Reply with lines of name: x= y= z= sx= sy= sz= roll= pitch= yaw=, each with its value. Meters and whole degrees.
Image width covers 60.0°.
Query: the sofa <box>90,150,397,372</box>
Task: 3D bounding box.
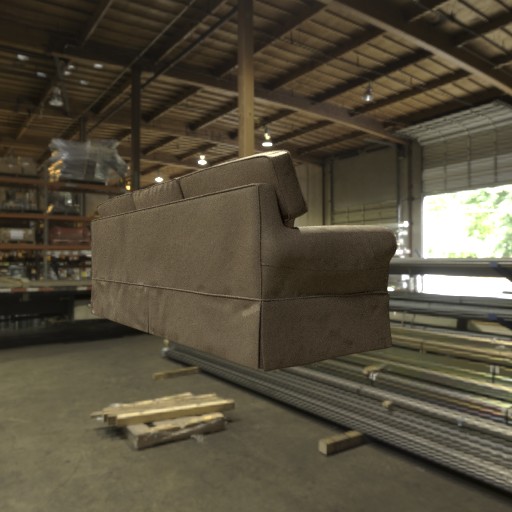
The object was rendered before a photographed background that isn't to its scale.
sofa: x=0.000 y=0.000 z=3.296 sx=1.733 sy=0.978 sz=2.475 roll=0 pitch=0 yaw=-37
